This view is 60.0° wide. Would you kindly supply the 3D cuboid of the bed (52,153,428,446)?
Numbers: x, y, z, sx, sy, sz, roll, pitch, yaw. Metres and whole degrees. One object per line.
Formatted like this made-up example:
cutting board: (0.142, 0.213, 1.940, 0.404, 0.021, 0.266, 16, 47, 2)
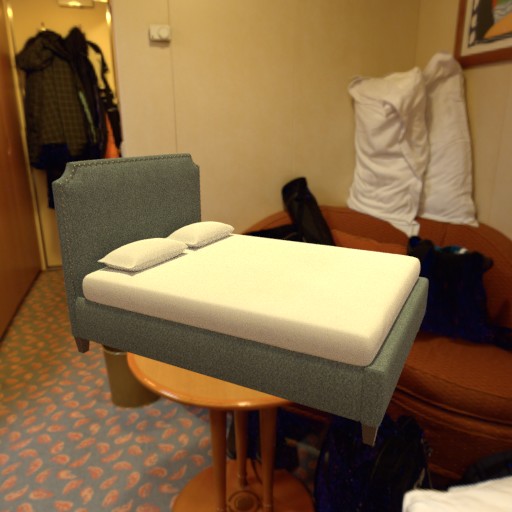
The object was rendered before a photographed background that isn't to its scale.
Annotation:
bed: (0.000, 0.000, 3.430, 2.372, 1.443, 1.712, 8, 18, 27)
